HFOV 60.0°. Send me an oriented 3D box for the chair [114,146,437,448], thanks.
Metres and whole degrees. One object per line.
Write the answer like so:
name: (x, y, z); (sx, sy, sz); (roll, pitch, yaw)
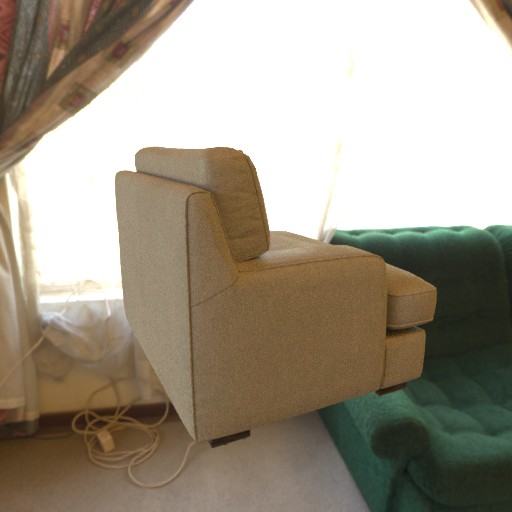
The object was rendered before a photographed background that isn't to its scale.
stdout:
chair: (0.000, 0.000, 2.027); (1.043, 0.974, 1.270); (-7, 15, -25)
